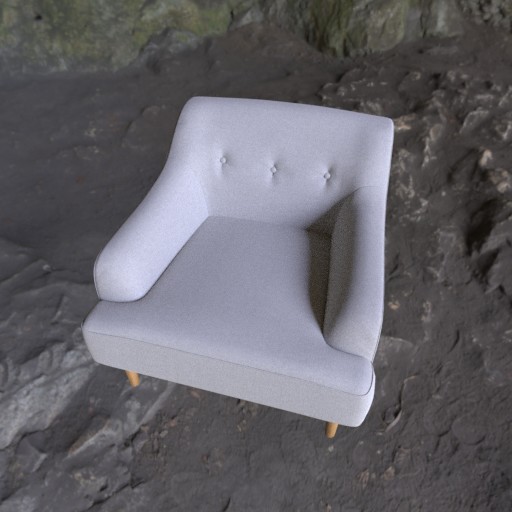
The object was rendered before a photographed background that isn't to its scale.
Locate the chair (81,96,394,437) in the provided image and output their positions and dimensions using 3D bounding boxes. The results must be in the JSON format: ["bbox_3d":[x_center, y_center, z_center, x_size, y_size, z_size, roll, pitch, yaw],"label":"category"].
[{"bbox_3d":[0.000,0.000,1.637,0.946,0.818,0.951,10,42,12],"label":"chair"}]
